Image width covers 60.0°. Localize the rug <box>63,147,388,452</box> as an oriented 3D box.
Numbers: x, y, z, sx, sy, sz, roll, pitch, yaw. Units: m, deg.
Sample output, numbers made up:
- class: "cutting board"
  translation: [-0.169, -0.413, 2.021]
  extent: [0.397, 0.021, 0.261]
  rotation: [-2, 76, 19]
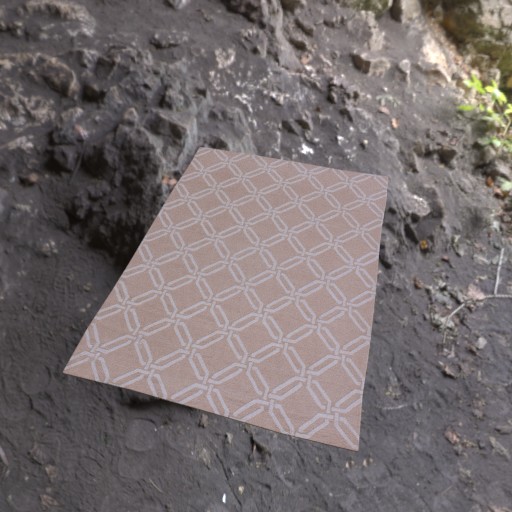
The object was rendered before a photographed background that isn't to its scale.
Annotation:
- class: "rug"
  translation: [0.000, 0.000, 4.525]
  extent: [2.452, 0.020, 3.365]
  rotation: [11, 49, 10]
